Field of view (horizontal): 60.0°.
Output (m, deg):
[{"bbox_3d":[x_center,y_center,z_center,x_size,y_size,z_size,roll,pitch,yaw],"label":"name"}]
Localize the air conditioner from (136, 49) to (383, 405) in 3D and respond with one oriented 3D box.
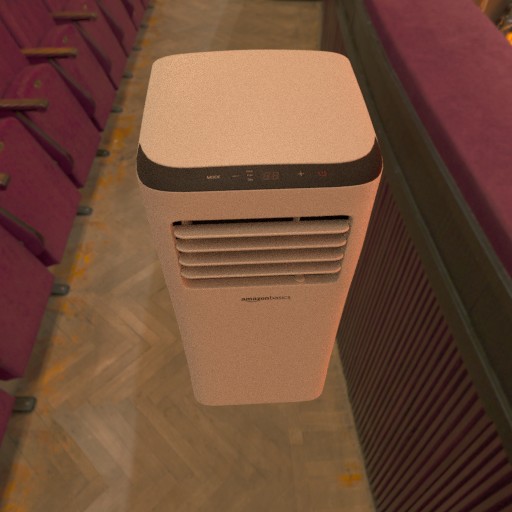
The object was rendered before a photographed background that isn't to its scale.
[{"bbox_3d":[0.000,0.000,0.936,0.352,0.716,0.369,-2,46,-2],"label":"air conditioner"}]
